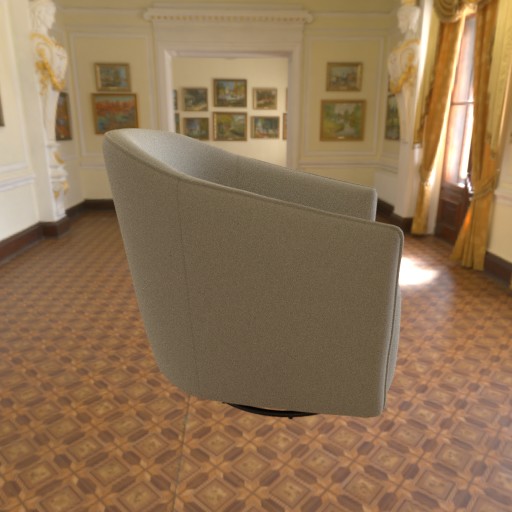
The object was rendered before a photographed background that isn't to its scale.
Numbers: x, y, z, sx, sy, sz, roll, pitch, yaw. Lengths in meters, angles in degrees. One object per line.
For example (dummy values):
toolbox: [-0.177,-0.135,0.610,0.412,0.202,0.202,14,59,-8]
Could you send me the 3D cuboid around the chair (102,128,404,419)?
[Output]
chair: [0.000,0.000,1.445,0.875,0.799,0.747,3,17,9]
